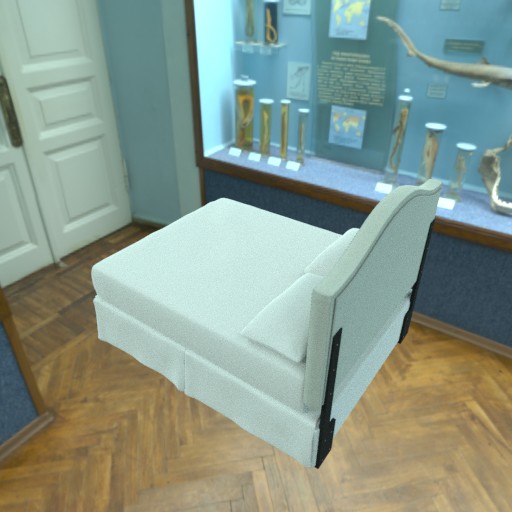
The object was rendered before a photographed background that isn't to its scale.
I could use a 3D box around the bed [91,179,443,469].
[{"bbox_3d":[0.000,0.000,3.512,2.180,1.607,1.813,21,38,30],"label":"bed"}]
